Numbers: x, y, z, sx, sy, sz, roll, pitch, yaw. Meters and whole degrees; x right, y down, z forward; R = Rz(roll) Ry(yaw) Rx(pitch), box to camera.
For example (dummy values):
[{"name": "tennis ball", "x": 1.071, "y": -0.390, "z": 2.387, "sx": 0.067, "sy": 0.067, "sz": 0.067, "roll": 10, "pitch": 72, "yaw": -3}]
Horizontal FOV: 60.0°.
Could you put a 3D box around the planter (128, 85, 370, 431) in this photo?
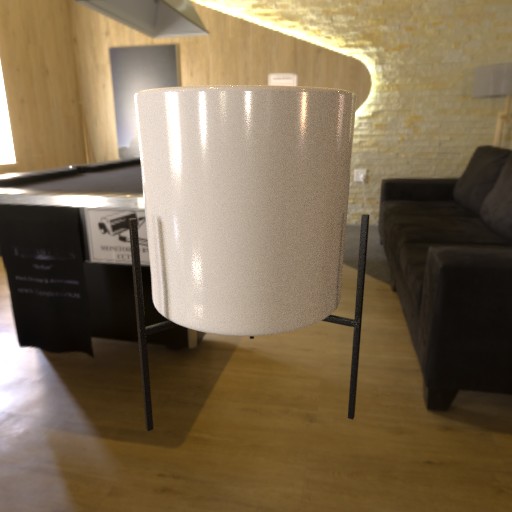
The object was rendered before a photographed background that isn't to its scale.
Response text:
[{"name": "planter", "x": 0.000, "y": 0.000, "z": 0.625, "sx": 0.308, "sy": 0.431, "sz": 0.307, "roll": 8, "pitch": 19, "yaw": 26}]
